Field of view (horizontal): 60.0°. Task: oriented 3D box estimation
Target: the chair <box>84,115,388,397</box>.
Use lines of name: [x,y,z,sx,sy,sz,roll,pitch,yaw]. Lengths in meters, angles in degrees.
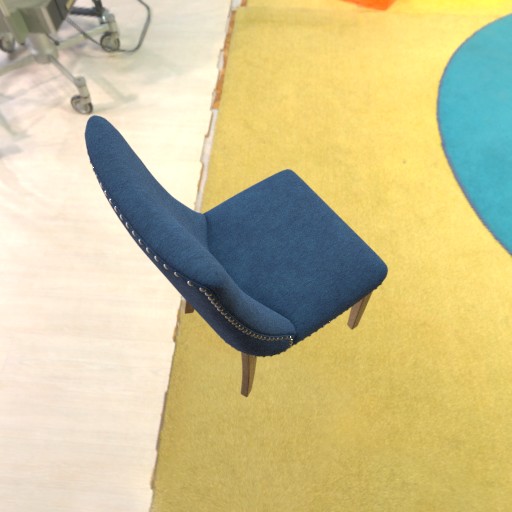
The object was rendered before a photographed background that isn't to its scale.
chair: [0.000,0.000,1.239,0.610,0.902,0.495,-30,62,-18]
